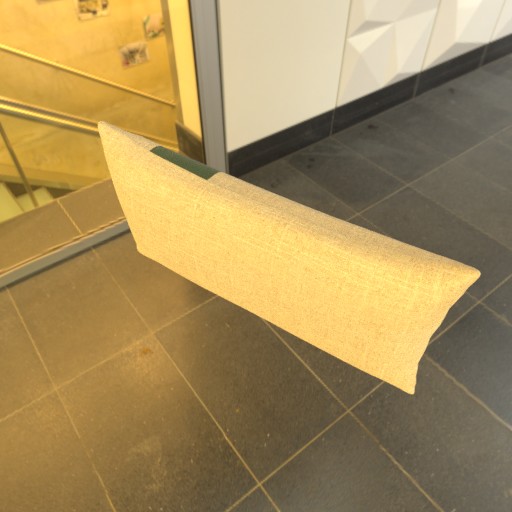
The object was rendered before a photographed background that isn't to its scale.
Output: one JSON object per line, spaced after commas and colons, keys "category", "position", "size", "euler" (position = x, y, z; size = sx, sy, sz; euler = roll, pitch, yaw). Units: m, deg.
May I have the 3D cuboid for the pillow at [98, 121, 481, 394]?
{"category": "pillow", "position": [0.000, 0.000, 1.020], "size": [0.859, 0.429, 0.197], "euler": [25, 52, 22]}
